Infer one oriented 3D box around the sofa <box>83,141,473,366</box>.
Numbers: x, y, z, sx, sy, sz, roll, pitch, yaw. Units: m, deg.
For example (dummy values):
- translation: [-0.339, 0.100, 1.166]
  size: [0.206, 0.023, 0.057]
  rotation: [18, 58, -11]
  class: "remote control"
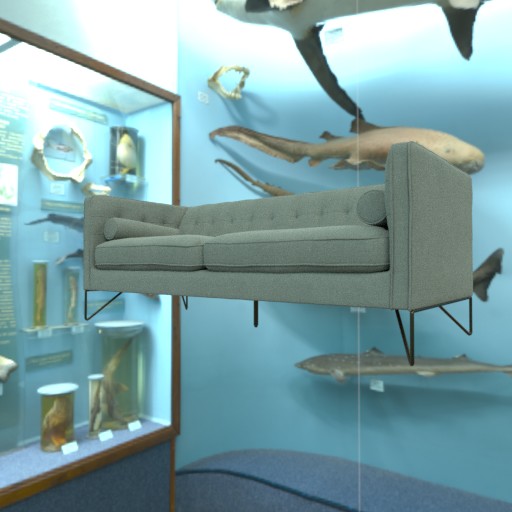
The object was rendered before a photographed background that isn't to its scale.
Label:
- translation: [0.000, 0.000, 2.492]
  size: [2.079, 0.798, 0.912]
  rotation: [-1, -1, 38]
  class: "sofa"
